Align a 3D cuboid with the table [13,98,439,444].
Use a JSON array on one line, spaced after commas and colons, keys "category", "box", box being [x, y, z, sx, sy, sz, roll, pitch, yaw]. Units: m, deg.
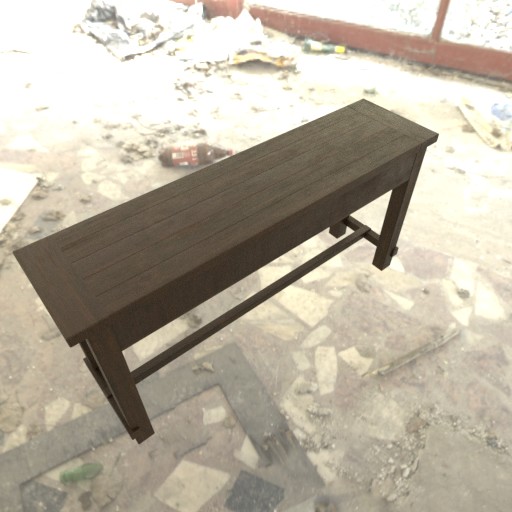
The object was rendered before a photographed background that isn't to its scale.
[{"category": "table", "box": [0.000, 0.000, 1.864, 1.599, 0.762, 0.442, -30, 52, -26]}]
